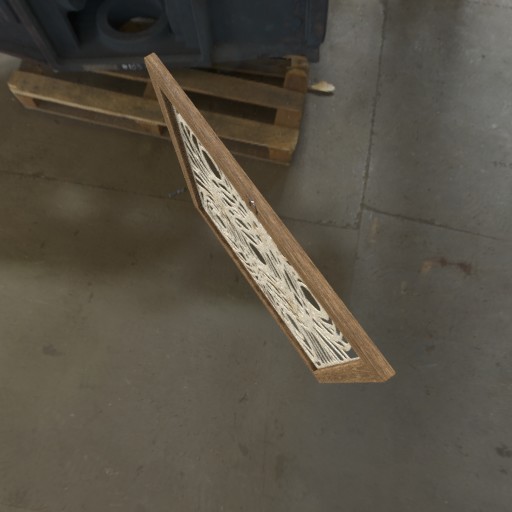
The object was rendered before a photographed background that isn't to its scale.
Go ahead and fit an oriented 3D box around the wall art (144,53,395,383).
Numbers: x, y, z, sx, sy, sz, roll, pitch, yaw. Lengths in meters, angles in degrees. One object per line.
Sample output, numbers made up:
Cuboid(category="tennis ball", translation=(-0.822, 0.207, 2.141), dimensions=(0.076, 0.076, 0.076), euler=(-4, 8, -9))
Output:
Cuboid(category="wall art", translation=(0.000, 0.000, 0.854), dimensions=(0.021, 0.576, 0.561), euler=(-34, 77, -9))
